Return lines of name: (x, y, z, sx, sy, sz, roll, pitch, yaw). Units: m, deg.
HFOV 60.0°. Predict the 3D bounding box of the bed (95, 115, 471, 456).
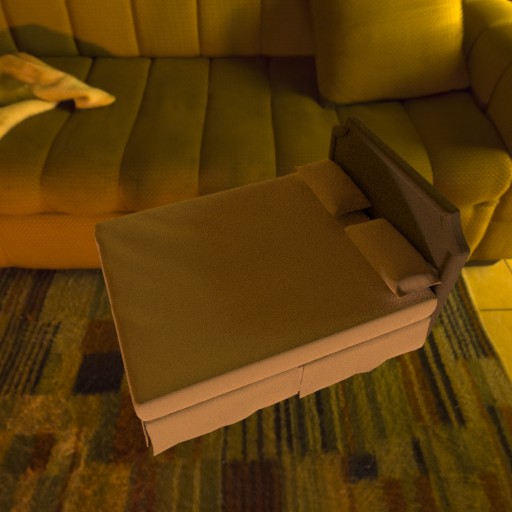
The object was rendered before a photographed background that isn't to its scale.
bed: (0.000, 0.000, 3.626, 2.464, 1.306, 1.977, -16, 49, -15)
